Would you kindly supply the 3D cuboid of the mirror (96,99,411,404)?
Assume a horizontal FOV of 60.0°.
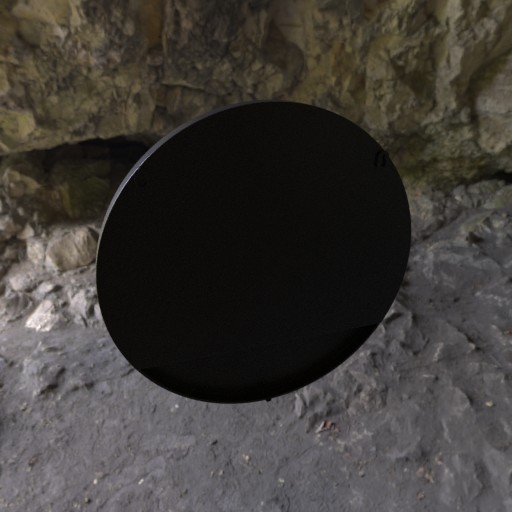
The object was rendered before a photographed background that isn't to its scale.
[{"bbox_3d":[0.000,0.000,0.674,0.457,0.457,0.133,-8,26,-16],"label":"mirror"}]
